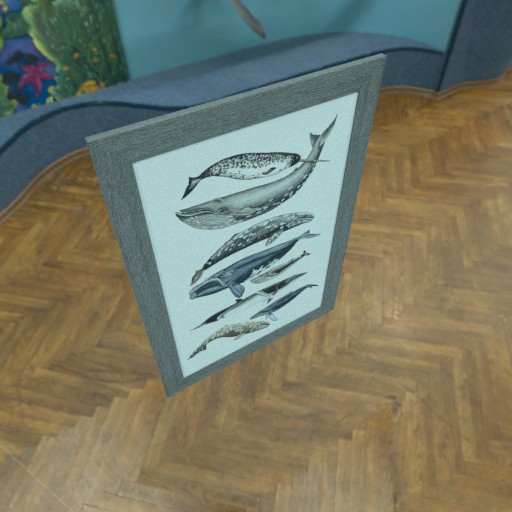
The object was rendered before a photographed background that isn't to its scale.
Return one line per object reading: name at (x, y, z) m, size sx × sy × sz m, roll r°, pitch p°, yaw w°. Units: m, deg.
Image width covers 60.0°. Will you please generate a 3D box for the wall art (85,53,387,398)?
wall art at (0.000, 0.000, 1.381) m, size 0.768 × 1.070 × 0.020 m, roll -24°, pitch 51°, yaw -21°
